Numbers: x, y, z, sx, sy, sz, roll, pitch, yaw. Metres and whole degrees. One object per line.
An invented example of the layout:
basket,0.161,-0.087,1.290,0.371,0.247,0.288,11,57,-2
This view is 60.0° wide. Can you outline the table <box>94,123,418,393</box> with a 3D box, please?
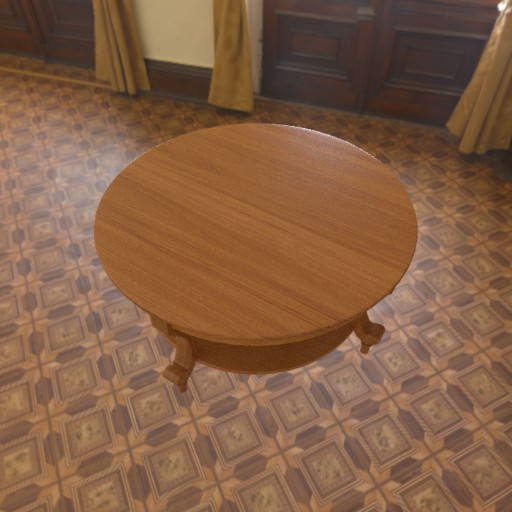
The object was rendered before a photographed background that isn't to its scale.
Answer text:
table,0.000,0.000,1.619,1.029,0.490,1.029,0,46,0
